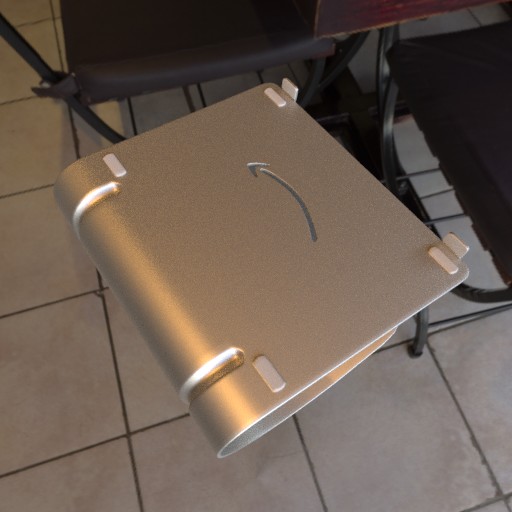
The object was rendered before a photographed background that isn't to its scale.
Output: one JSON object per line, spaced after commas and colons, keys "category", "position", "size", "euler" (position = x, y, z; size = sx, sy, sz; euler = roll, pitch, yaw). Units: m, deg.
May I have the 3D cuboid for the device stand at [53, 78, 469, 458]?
{"category": "device stand", "position": [0.000, 0.000, 0.394], "size": [0.236, 0.155, 0.256], "euler": [-33, 68, -15]}
